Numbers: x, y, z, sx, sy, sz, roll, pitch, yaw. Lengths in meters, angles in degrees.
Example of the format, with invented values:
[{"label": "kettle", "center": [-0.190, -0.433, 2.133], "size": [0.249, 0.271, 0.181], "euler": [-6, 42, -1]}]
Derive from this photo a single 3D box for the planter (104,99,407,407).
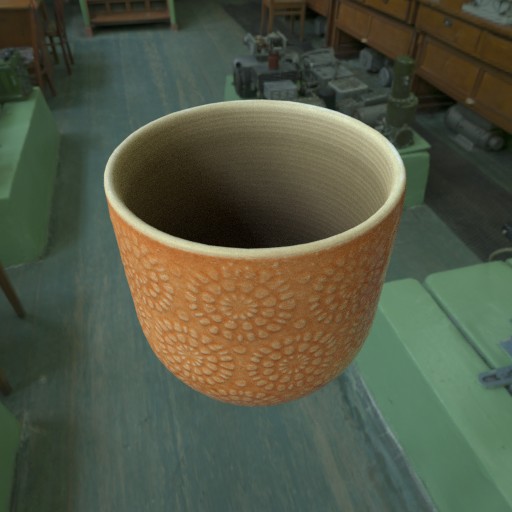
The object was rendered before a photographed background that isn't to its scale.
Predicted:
[{"label": "planter", "center": [0.000, 0.000, 0.291], "size": [0.170, 0.152, 0.170], "euler": [0, 41, 0]}]
